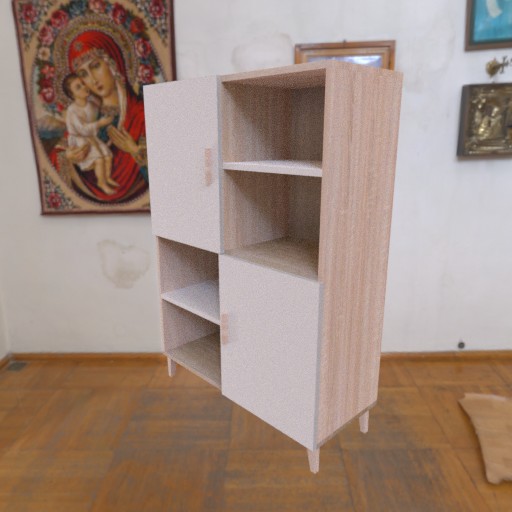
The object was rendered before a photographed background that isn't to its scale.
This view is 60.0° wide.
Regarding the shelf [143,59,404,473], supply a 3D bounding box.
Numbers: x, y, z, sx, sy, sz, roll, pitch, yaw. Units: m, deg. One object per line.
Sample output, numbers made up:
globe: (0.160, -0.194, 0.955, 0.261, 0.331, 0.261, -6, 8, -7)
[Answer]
shelf: (0.000, 0.000, 1.888, 0.434, 1.405, 0.995, -14, 21, -42)
